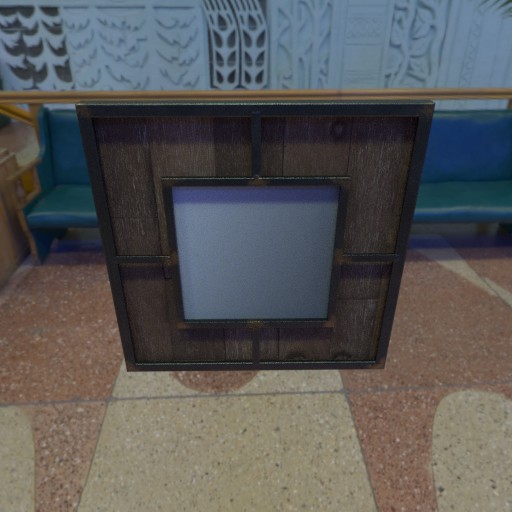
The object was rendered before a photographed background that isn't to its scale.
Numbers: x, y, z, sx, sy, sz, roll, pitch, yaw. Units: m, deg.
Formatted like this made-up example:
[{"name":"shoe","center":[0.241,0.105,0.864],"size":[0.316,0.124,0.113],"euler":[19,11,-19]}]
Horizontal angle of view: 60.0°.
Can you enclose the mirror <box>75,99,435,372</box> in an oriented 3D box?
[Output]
[{"name":"mirror","center":[0.000,0.000,0.569],"size":[0.382,0.381,0.020],"euler":[0,30,-1]}]
